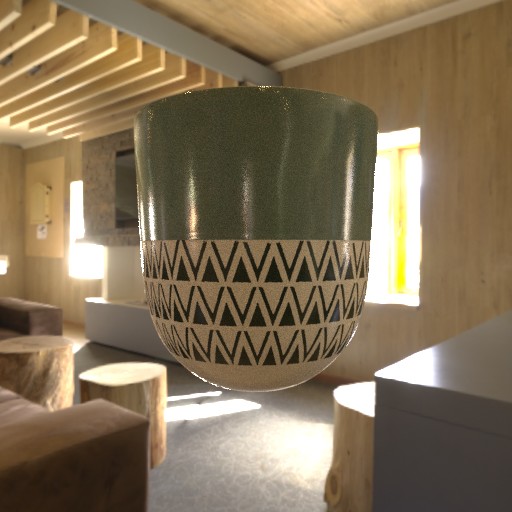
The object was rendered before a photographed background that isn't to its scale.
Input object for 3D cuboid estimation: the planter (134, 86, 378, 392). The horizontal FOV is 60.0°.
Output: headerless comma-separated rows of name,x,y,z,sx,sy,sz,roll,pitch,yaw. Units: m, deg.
planter,0.000,0.000,0.374,0.198,0.214,0.198,0,1,0
